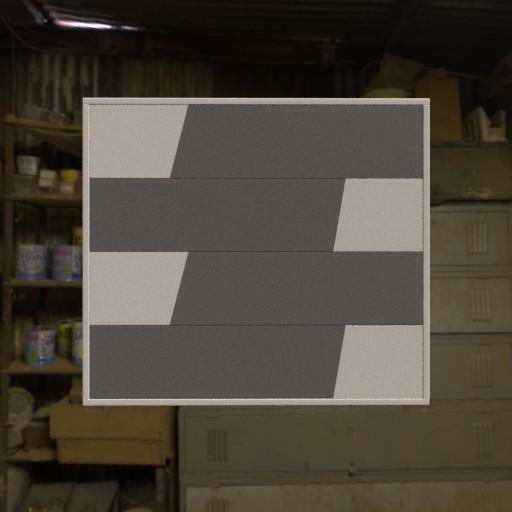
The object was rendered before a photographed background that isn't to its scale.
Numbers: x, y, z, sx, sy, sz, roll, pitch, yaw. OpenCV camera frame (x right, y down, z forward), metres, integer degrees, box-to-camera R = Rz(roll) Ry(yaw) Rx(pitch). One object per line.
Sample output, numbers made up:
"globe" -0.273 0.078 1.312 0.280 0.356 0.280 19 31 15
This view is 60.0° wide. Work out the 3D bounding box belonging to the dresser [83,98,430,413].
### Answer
"dresser" 0.000 0.000 1.633 1.100 1.000 0.460 0 0 0
